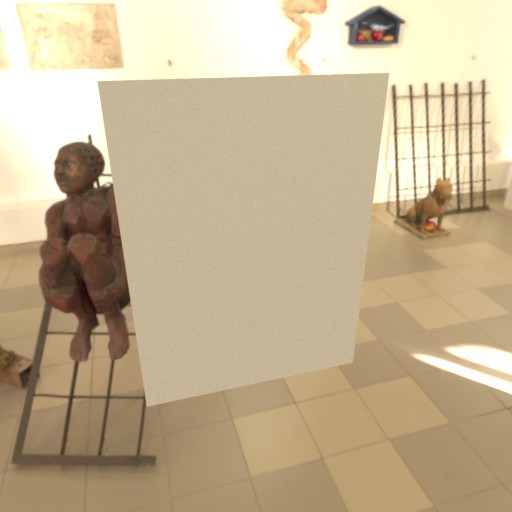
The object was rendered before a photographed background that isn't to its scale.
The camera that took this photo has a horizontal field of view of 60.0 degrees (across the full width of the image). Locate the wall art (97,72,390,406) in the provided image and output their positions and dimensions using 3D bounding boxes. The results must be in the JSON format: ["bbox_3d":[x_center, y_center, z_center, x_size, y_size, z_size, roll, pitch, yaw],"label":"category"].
[{"bbox_3d":[0.000,0.000,0.809,0.457,0.609,0.003,-8,28,-15],"label":"wall art"}]
